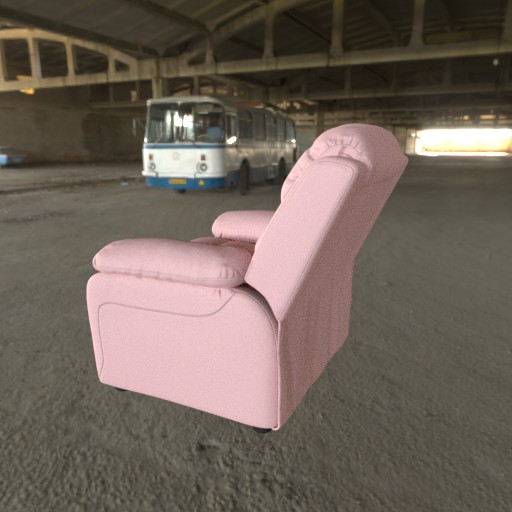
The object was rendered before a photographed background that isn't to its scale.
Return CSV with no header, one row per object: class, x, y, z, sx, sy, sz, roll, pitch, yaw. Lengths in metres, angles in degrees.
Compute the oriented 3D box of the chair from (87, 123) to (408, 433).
chair,0.000,0.000,1.249,0.709,0.702,0.680,7,16,26
